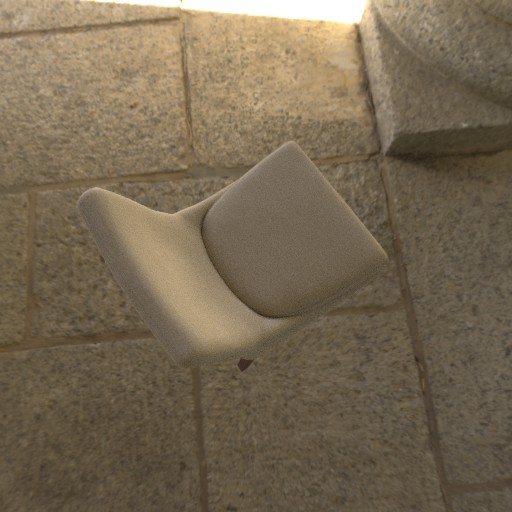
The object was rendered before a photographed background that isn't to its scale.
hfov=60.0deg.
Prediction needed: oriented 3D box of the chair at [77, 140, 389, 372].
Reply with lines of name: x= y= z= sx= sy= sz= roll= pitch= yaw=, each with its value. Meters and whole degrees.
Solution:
chair: x=0.000 y=0.000 z=1.326 sx=0.638 sy=0.940 sz=0.515 roll=-34 pitch=77 yaw=-9
